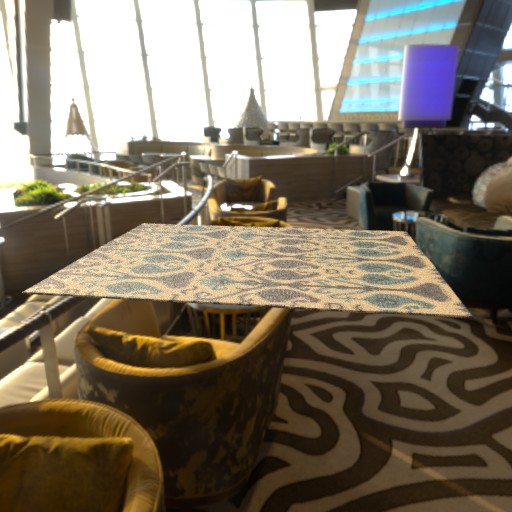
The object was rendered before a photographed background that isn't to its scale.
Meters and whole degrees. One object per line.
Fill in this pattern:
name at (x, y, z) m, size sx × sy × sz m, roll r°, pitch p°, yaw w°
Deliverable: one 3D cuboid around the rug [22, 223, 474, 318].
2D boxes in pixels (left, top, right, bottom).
rug at (0.000, 0.000, 2.971) m, size 2.261 × 0.013 × 1.676 m, roll 2°, pitch 17°, yaw 8°
